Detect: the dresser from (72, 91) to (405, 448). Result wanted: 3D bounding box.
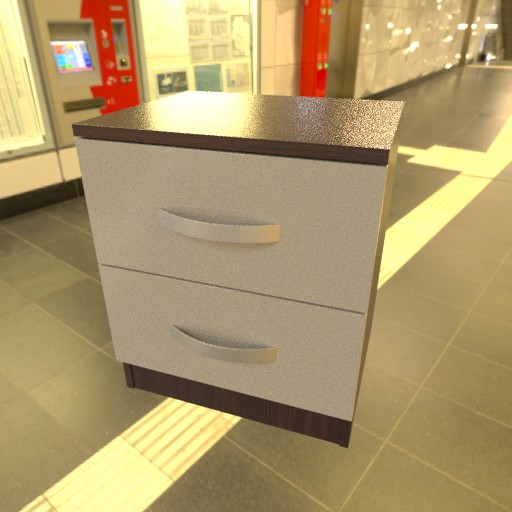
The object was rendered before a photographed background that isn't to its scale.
[{"bbox_3d":[0.000,0.000,0.754,0.400,0.470,0.360,9,29,17],"label":"dresser"}]
